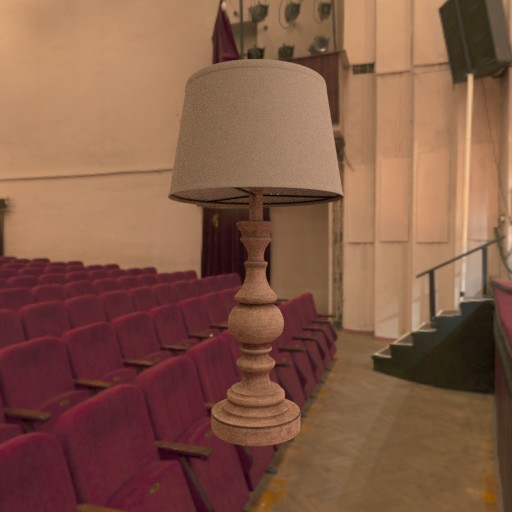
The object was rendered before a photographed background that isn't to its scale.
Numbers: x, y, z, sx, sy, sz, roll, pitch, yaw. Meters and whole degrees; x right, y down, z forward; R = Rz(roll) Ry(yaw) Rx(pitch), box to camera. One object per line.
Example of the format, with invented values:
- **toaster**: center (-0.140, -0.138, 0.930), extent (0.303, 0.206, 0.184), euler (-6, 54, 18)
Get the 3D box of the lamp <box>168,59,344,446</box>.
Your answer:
- **lamp**: center (0.000, 0.000, 0.875), extent (0.340, 0.678, 0.340), euler (0, 1, 0)
